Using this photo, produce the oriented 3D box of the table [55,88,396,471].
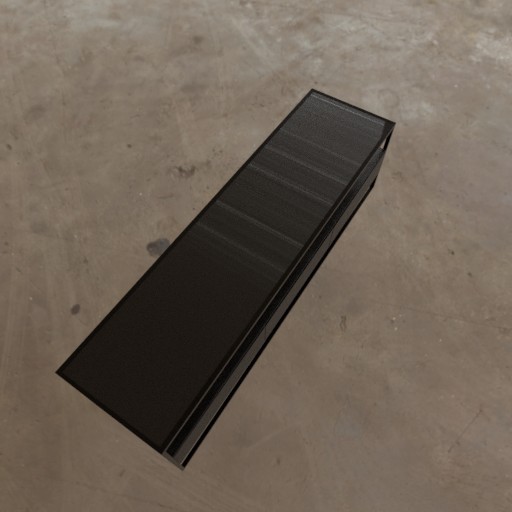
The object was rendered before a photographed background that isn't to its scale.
[{"bbox_3d":[0.000,0.000,1.701,0.399,0.395,1.486,29,63,17],"label":"table"}]
